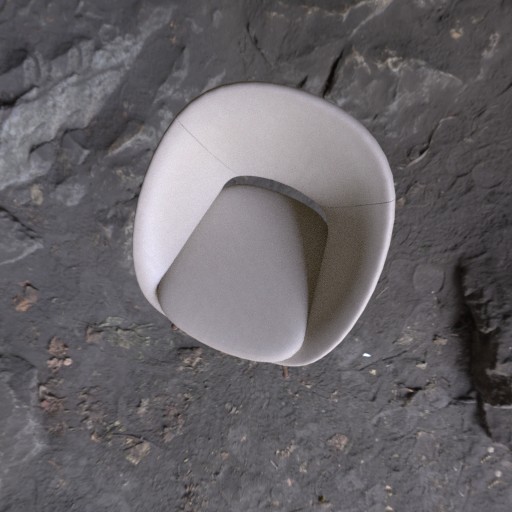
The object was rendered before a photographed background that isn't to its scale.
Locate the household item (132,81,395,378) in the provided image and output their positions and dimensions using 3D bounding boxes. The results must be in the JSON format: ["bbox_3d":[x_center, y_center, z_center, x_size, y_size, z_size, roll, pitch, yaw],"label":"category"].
[{"bbox_3d":[0.000,0.000,1.284,0.623,0.852,0.573,22,77,6],"label":"household item"}]
